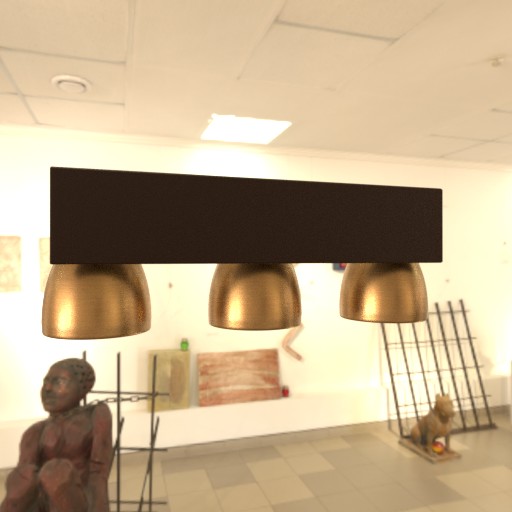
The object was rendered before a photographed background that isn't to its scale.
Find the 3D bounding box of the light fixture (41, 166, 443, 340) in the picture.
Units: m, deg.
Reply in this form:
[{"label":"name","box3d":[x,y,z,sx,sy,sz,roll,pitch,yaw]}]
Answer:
[{"label":"light fixture","box3d":[0.000,0.000,0.660,0.582,0.204,0.157,0,0,-18]}]
